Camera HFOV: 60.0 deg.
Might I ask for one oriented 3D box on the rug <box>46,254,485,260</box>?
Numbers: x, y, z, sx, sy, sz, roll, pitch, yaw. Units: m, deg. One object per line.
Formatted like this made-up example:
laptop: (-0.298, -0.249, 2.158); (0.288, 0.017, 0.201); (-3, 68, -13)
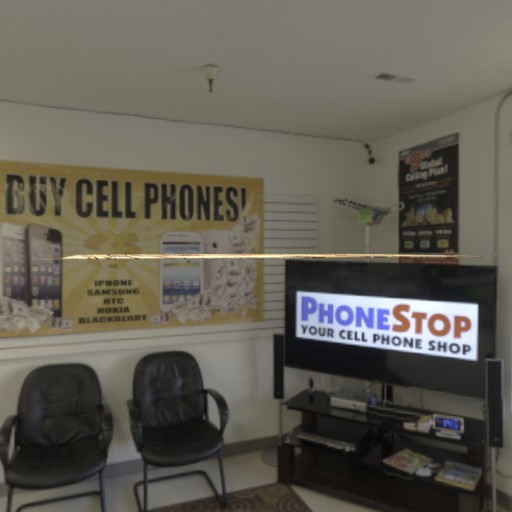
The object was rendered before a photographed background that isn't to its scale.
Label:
rug: (0.000, 0.000, 2.367); (1.918, 0.007, 1.268); (0, 1, -19)
